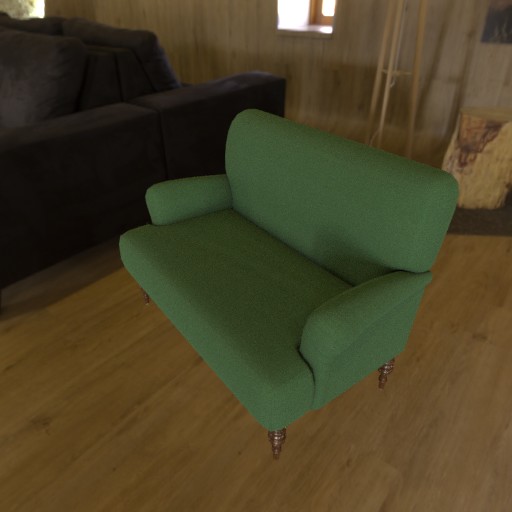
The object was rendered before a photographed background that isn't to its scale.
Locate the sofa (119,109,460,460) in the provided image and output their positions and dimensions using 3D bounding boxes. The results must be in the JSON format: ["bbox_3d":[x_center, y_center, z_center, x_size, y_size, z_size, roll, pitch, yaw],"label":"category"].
[{"bbox_3d":[0.000,0.000,1.826,0.779,0.889,1.297,-20,37,-30],"label":"sofa"}]
